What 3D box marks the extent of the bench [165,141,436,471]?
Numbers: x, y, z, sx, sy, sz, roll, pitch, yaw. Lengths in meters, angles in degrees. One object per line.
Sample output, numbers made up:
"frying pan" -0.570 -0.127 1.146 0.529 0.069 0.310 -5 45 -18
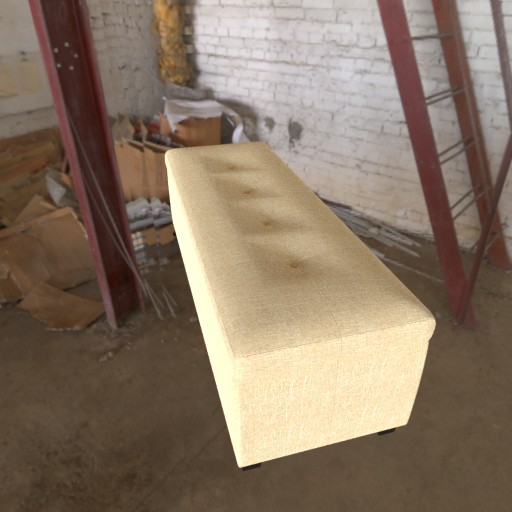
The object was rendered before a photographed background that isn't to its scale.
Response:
"bench" 0.000 0.000 1.430 0.432 0.406 1.219 -8 32 -13
